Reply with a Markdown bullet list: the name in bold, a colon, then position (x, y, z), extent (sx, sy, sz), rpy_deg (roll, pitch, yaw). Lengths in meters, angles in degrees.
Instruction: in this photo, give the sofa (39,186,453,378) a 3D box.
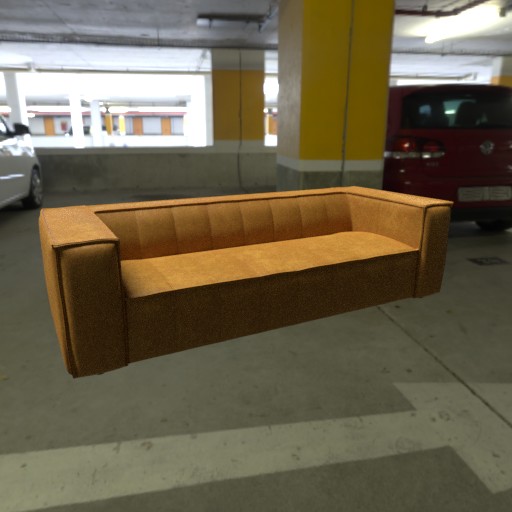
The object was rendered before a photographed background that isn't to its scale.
- **sofa**: position (0.000, 0.000, 2.999), extent (2.581, 0.701, 1.102), rpy_deg (-8, 18, -27)
